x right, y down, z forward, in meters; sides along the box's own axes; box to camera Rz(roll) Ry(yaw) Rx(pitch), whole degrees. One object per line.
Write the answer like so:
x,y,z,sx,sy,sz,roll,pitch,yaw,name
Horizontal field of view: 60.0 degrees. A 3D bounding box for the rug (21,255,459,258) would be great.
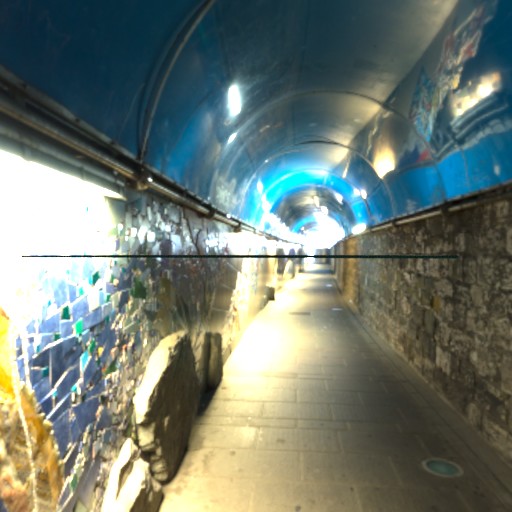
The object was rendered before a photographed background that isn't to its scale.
0.000,0.000,2.868,2.213,0.013,1.594,0,0,18,rug
